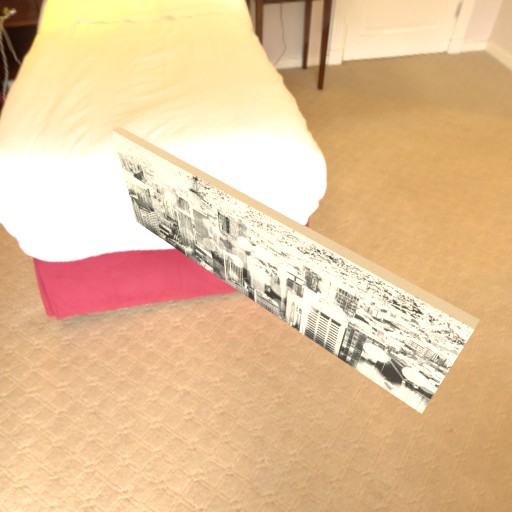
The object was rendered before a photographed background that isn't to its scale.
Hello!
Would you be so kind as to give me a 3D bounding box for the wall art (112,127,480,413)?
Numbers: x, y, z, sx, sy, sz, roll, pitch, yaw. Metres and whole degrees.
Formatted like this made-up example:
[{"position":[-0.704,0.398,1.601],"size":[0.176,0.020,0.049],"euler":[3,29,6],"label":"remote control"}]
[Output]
[{"position":[0.000,0.000,1.686],"size":[1.520,0.507,0.044],"euler":[31,54,26],"label":"wall art"}]
